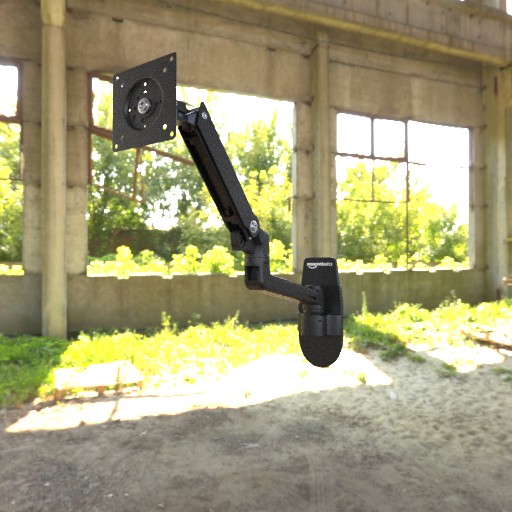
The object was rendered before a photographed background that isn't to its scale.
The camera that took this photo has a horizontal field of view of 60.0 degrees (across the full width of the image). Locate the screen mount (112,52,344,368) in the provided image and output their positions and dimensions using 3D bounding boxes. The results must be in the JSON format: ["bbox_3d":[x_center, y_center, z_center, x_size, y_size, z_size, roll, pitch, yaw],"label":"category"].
[{"bbox_3d":[0.000,0.000,0.745,0.115,0.466,0.495,-1,-1,34],"label":"screen mount"}]
